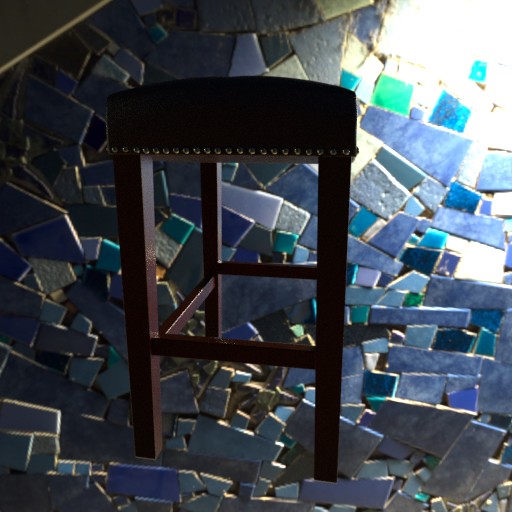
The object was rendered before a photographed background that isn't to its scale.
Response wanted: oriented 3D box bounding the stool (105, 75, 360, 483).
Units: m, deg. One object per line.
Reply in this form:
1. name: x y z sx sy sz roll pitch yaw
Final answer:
1. stool: 0.000 0.000 0.925 0.372 0.657 0.504 3 16 10
